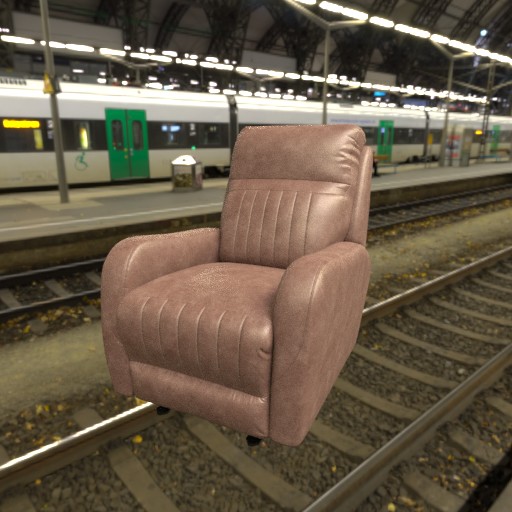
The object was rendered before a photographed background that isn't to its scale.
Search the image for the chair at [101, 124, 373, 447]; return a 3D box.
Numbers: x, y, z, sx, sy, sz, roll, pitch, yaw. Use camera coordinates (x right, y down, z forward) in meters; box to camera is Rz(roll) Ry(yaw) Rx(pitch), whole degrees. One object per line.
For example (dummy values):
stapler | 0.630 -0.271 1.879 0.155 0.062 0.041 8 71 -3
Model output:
chair | 0.000 0.000 1.843 0.865 1.067 1.067 7 17 26
